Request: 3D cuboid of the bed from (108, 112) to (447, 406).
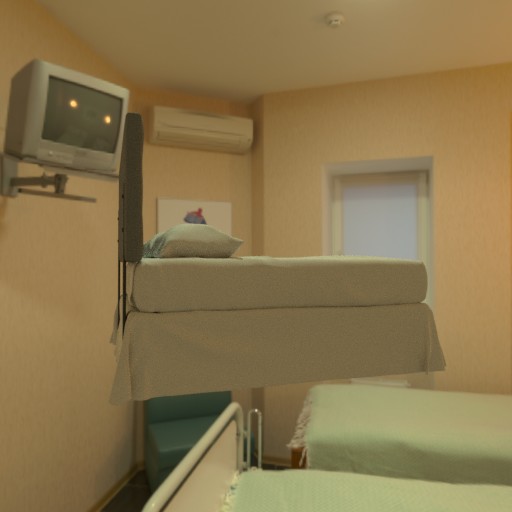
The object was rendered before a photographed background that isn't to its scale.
[{"bbox_3d":[0.000,0.000,3.529,2.222,1.577,1.936,0,-1,-18],"label":"bed"}]
